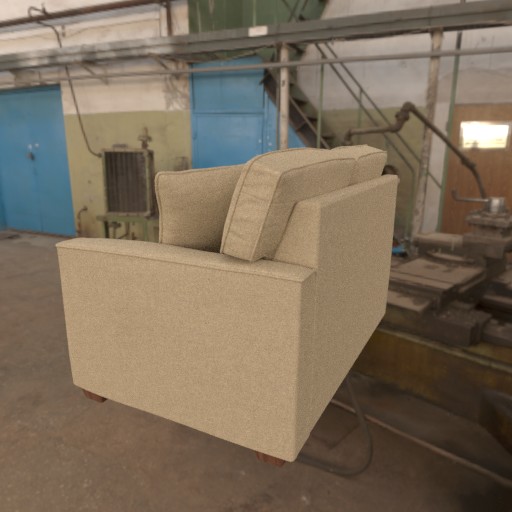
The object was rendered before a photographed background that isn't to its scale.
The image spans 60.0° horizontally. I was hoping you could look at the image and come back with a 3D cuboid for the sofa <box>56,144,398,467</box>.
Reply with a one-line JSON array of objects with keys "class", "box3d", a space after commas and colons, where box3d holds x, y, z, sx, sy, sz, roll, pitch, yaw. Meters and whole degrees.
[{"class": "sofa", "box3d": [0.000, 0.000, 2.036, 0.991, 0.989, 1.388, 7, 16, 26]}]
